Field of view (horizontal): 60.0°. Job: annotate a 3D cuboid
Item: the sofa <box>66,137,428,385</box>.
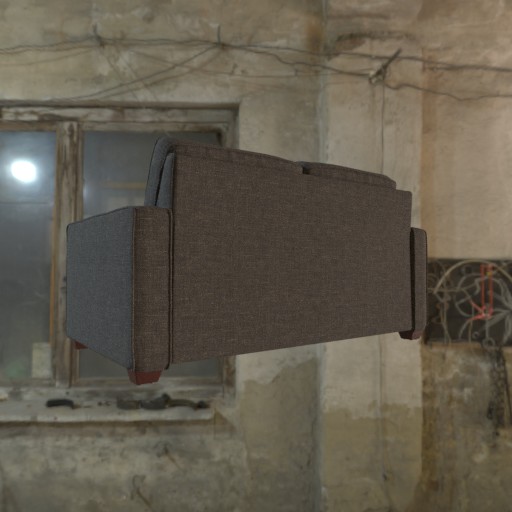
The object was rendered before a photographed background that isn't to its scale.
[{"bbox_3d":[0.000,0.000,2.336,1.709,0.918,0.947,1,-1,-36],"label":"sofa"}]
